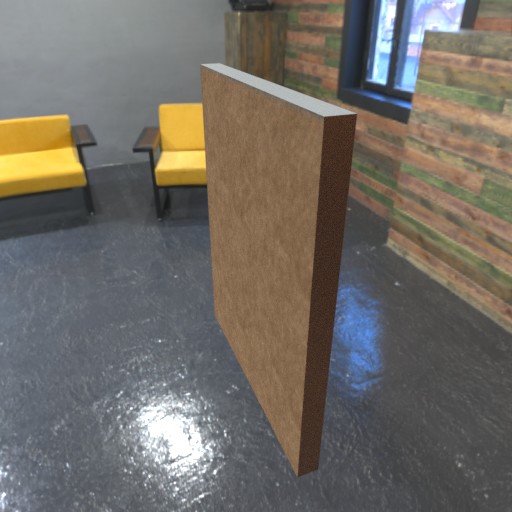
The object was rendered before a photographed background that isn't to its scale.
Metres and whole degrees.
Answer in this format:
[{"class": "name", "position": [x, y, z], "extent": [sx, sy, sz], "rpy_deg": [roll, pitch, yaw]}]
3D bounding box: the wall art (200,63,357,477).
[{"class": "wall art", "position": [0.000, 0.000, 0.749], "extent": [0.037, 0.554, 0.453], "rpy_deg": [-11, 31, -18]}]
